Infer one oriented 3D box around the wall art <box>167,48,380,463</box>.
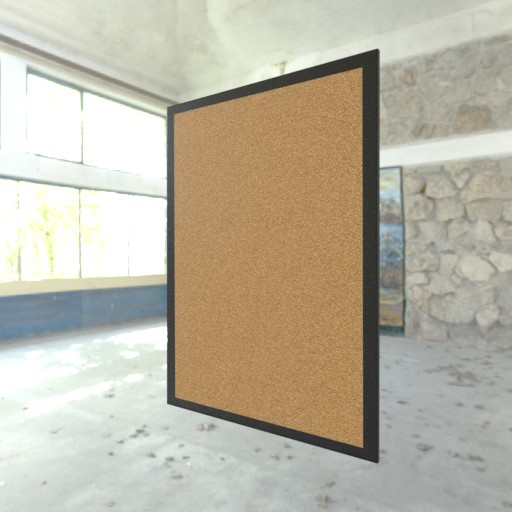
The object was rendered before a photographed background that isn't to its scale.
[{"bbox_3d":[0.000,0.000,1.244,0.707,0.967,0.013,0,0,36],"label":"wall art"}]
